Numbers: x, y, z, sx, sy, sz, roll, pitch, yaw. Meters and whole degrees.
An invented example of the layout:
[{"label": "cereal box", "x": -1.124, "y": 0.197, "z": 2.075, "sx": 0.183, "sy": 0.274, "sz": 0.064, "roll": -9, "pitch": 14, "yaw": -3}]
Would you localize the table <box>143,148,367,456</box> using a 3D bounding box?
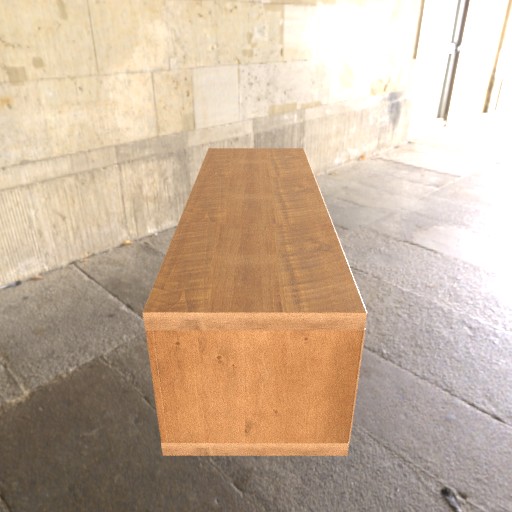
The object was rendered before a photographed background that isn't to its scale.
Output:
[{"label": "table", "x": 0.000, "y": 0.000, "z": 1.757, "sx": 0.499, "sy": 0.491, "sz": 1.499, "roll": 0, "pitch": 27, "yaw": 0}]
